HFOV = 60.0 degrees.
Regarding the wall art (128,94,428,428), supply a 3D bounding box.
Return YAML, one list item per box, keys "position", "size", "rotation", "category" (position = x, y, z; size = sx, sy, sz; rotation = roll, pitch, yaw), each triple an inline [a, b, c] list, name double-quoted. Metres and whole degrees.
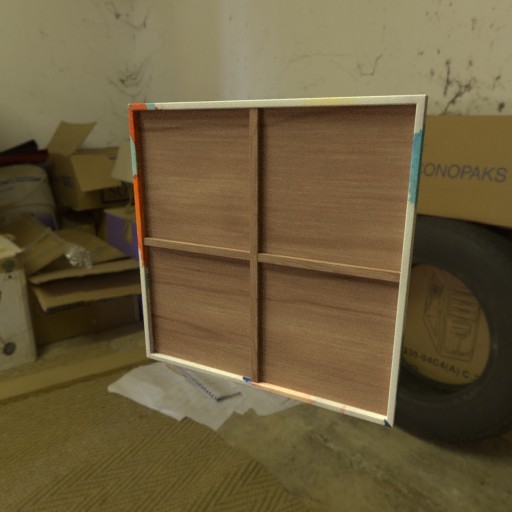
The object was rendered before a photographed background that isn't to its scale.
- position: [0.000, 0.000, 1.532]
  size: [1.017, 1.017, 0.044]
  rotation: [8, 18, 26]
  category: "wall art"
